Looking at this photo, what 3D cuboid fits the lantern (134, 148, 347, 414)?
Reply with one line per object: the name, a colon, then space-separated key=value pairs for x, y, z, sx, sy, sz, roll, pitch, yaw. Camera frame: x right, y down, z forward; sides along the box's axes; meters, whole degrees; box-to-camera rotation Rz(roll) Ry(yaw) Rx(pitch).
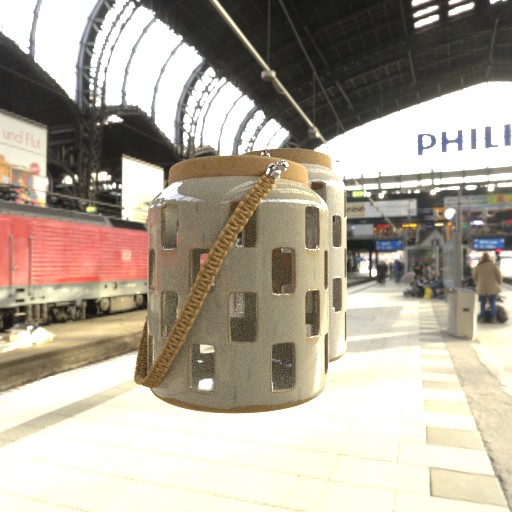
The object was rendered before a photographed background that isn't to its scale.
lantern: x=0.000 y=0.000 z=0.498 sx=0.184 sy=0.255 sz=0.347 roll=0 pitch=-1 yaw=18
